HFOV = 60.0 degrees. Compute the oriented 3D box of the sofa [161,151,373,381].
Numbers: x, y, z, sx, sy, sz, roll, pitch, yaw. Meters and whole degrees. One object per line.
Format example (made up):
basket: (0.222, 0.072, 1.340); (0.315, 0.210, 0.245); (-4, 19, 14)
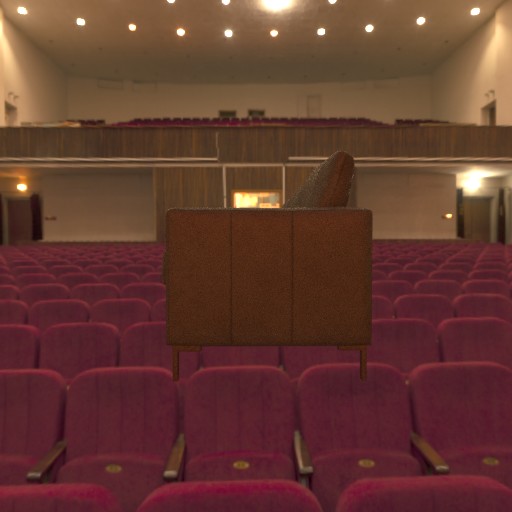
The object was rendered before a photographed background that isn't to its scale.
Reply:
sofa: (0.000, 0.000, 2.471); (0.748, 0.805, 2.029); (0, 1, -1)
